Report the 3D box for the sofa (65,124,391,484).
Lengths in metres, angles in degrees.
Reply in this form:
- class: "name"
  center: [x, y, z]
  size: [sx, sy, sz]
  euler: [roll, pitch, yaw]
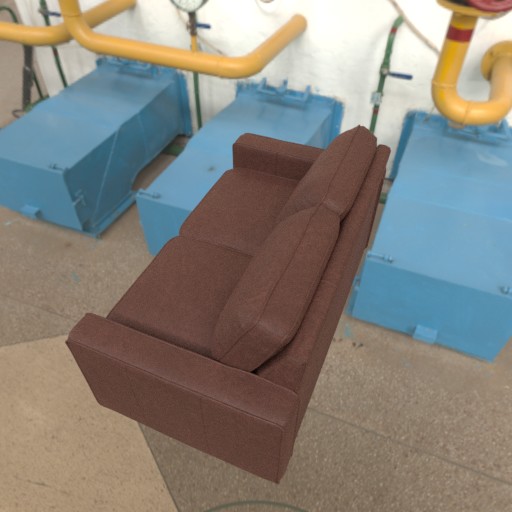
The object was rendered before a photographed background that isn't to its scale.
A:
- class: "sofa"
  center: [0.000, 0.000, 2.233]
  size: [0.947, 0.918, 1.709]
  euler: [17, 48, 16]
